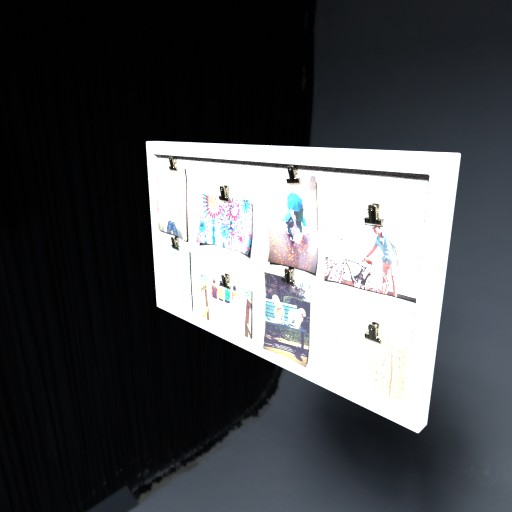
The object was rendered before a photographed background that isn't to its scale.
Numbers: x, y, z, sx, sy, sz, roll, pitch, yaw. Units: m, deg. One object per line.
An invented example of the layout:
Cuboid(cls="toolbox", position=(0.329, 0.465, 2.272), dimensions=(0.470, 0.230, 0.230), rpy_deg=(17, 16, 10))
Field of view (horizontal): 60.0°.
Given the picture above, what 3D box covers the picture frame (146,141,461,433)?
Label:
Cuboid(cls="picture frame", position=(0.000, 0.000, 0.784), dimensions=(0.647, 0.379, 0.044), rpy_deg=(15, 22, 42))
